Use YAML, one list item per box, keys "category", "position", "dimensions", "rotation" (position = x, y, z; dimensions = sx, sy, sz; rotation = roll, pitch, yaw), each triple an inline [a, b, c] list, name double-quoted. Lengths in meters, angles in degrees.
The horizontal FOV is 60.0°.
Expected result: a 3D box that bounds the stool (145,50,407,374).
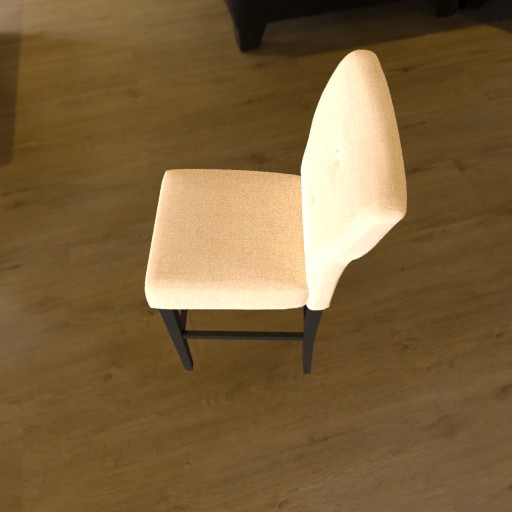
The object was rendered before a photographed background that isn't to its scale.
- category: "stool"
  position: [0.000, 0.000, 1.416]
  dimensions: [0.603, 1.124, 0.516]
  rotation: [1, 58, 1]
